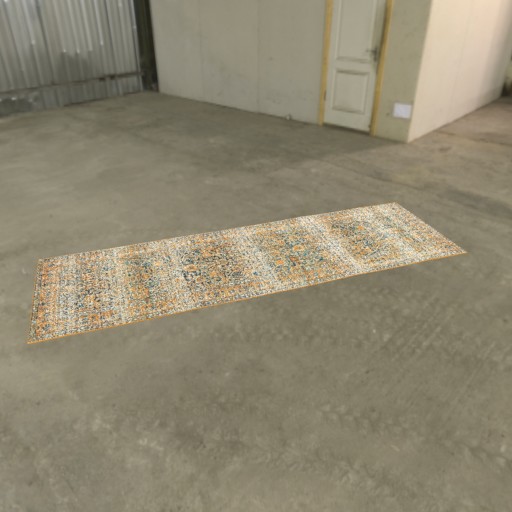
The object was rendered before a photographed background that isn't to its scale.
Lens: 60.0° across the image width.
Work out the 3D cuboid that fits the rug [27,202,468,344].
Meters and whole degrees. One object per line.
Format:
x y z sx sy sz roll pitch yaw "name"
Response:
0.000 0.000 2.471 2.294 0.014 0.704 -10 33 -16 "rug"
